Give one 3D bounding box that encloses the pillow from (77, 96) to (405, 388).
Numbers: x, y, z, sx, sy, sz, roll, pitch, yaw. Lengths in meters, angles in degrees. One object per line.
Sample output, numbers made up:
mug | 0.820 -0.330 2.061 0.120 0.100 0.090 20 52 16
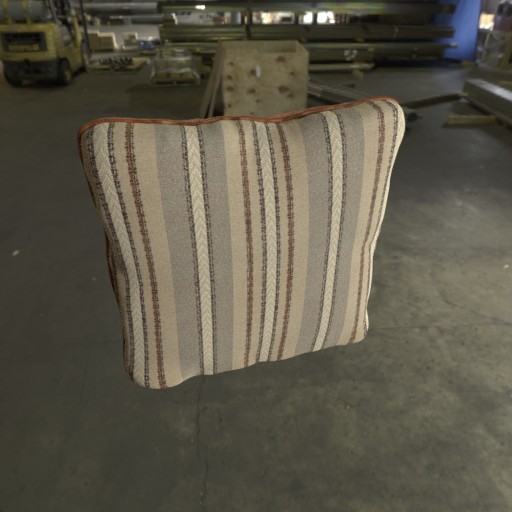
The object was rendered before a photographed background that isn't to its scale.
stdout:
pillow | 0.000 0.000 0.748 0.489 0.490 0.130 -9 33 -14
